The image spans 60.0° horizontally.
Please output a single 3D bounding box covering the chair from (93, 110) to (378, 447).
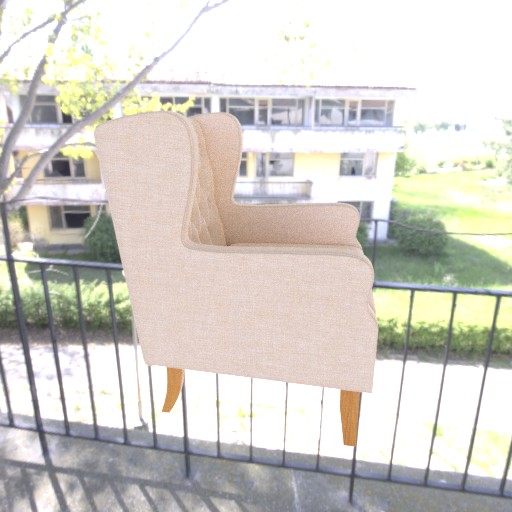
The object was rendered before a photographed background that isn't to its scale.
[{"bbox_3d":[0.000,0.000,1.501,0.760,0.930,0.710,3,18,9],"label":"chair"}]
